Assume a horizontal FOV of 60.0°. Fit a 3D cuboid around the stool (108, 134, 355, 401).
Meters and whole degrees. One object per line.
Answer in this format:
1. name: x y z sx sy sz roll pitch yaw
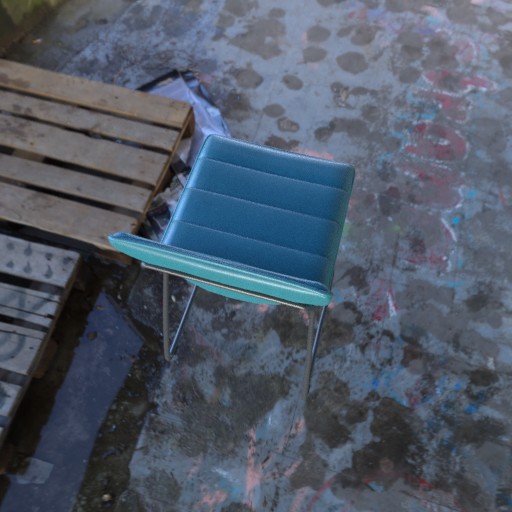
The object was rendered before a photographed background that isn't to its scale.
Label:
1. stool: 0.000 0.000 1.194 0.489 0.866 0.524 14 64 7
